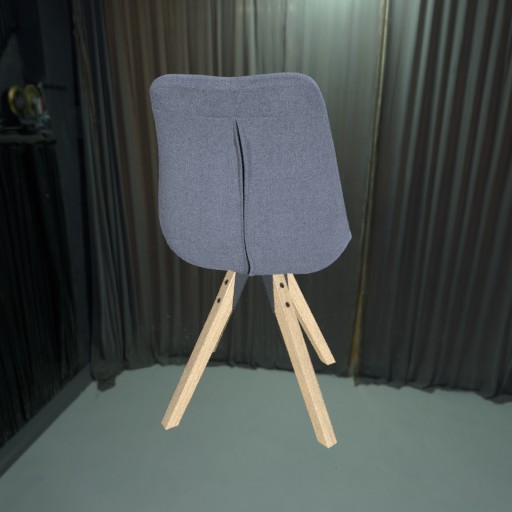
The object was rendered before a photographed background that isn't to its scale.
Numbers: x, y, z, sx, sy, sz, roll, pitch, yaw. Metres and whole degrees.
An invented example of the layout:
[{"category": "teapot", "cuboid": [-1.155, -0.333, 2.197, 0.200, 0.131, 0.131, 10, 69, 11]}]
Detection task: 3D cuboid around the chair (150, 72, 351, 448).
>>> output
[{"category": "chair", "cuboid": [0.000, 0.000, 1.165, 0.485, 0.850, 0.550, 3, 18, 9]}]
